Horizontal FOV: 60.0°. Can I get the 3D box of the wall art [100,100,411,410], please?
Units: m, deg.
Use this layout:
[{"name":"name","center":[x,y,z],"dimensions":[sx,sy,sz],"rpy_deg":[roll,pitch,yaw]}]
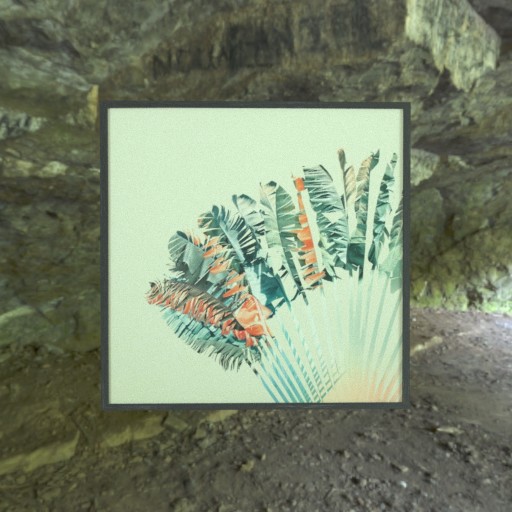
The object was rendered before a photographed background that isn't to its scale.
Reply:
[{"name":"wall art","center":[0.000,0.000,1.112],"dimensions":[0.762,0.758,0.043],"rpy_deg":[0,1,-1]}]
